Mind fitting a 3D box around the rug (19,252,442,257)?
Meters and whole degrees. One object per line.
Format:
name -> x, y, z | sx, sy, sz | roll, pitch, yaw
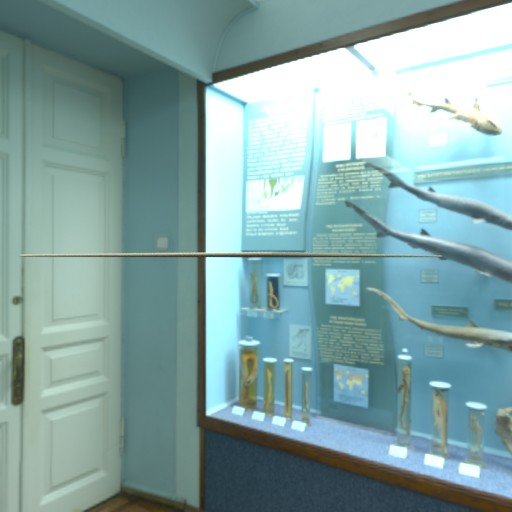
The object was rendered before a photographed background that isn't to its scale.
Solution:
rug -> 0.000, 0.000, 4.012 | 2.462, 0.018, 3.039 | 0, 0, 37
